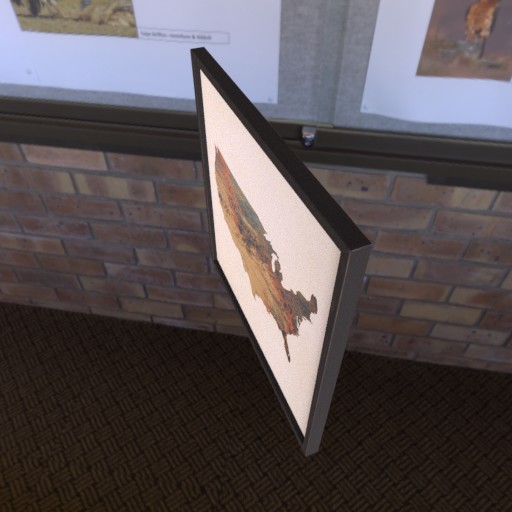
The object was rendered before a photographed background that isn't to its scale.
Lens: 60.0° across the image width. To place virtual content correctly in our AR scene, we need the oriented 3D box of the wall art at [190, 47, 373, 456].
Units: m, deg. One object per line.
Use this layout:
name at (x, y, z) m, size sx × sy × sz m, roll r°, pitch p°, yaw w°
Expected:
wall art at (0.000, 0.000, 0.451) m, size 0.015 × 0.303 × 0.304 m, roll -17°, pitch 48°, yaw -15°
